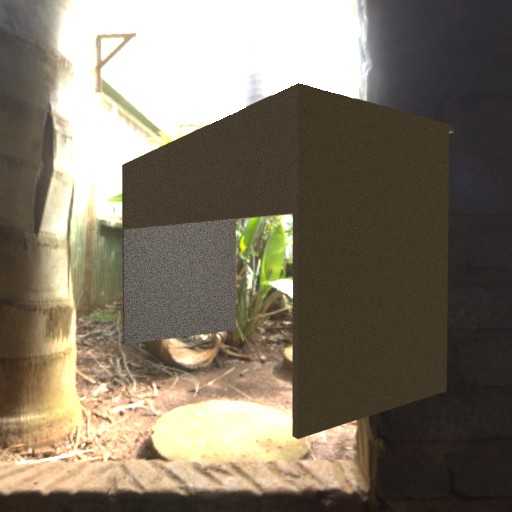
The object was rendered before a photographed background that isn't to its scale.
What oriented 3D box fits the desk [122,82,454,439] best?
[{"bbox_3d":[0.000,0.000,1.515,0.560,0.730,1.100,-1,1,-35],"label":"desk"}]
